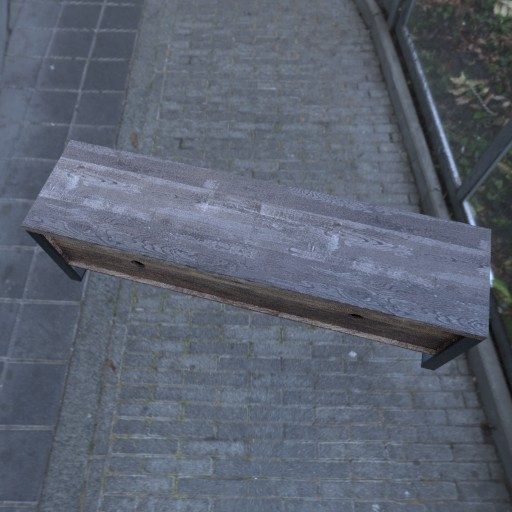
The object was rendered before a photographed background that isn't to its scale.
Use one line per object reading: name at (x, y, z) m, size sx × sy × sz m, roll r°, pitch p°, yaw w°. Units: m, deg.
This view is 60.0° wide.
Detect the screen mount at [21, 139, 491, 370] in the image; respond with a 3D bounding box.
screen mount at (0.000, 0.000, 1.684) m, size 1.524 × 0.450 × 0.395 m, roll 13°, pitch 64°, yaw 7°
